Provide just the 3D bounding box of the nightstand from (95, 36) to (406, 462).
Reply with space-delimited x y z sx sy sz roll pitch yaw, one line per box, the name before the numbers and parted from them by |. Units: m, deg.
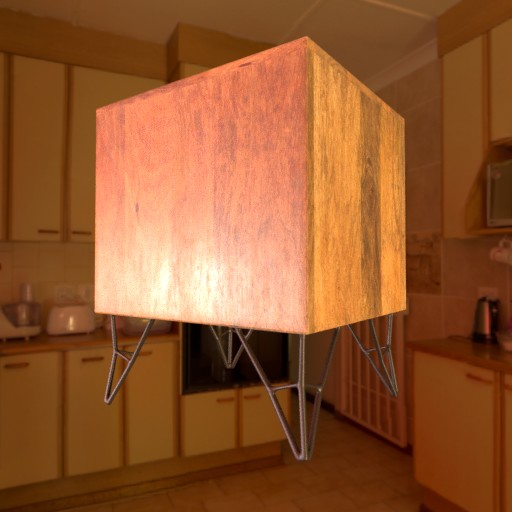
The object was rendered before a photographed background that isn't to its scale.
nightstand | 0.000 0.000 0.866 0.457 0.559 0.406 -1 -2 36
